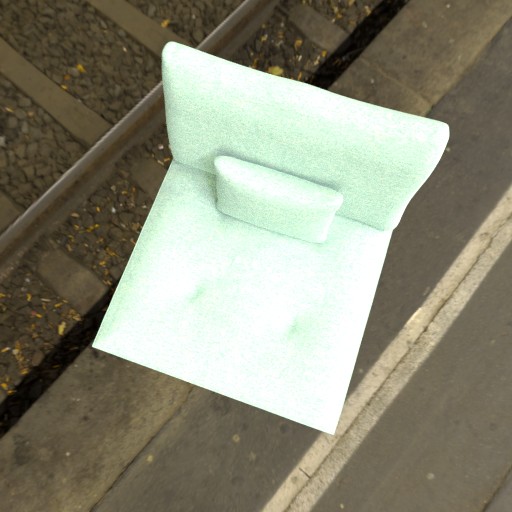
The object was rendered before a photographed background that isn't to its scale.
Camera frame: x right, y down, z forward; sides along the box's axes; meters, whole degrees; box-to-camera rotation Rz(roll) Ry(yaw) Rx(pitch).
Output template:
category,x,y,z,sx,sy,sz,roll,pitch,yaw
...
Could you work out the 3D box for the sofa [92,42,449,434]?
category,x,y,z,sx,sy,sz,roll,pitch,yaw
sofa,0.000,0.000,1.605,0.930,0.820,1.000,19,76,5
